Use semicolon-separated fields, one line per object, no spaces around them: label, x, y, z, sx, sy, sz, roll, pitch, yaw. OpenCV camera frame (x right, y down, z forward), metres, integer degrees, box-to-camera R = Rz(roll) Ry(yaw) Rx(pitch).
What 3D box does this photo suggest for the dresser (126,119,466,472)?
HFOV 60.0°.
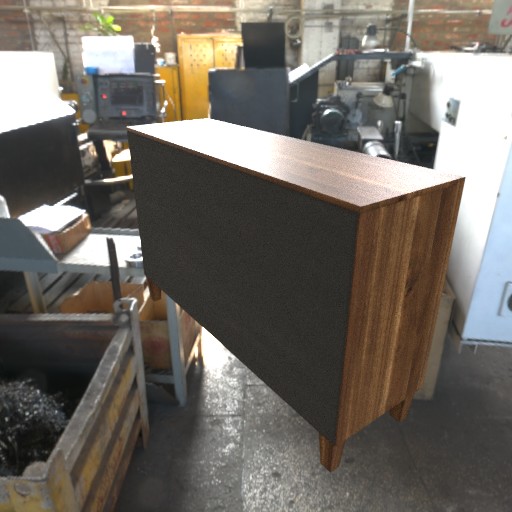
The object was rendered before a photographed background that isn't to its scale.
dresser;0.000;0.000;1.811;0.438;0.892;1.387;-17;30;-33
